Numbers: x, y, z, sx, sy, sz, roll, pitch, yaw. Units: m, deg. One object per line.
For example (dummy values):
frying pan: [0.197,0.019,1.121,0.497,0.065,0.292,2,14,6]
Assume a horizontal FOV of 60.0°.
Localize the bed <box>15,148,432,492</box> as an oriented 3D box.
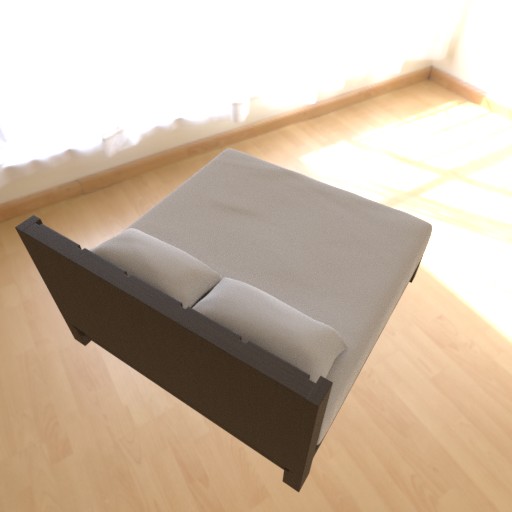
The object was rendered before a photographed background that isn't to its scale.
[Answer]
bed: [0.000,0.000,3.464,2.143,1.261,2.238,25,52,22]
